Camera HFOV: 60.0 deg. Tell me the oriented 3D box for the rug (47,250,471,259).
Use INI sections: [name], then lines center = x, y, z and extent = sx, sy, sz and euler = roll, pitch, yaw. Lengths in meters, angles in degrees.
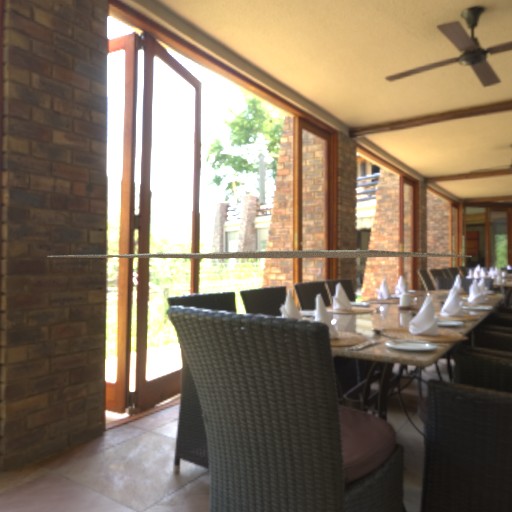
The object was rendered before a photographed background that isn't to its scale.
[rug]
center = 0.000, 0.000, 2.729
extent = 2.133, 0.013, 1.522
euler = -1, -1, 37
